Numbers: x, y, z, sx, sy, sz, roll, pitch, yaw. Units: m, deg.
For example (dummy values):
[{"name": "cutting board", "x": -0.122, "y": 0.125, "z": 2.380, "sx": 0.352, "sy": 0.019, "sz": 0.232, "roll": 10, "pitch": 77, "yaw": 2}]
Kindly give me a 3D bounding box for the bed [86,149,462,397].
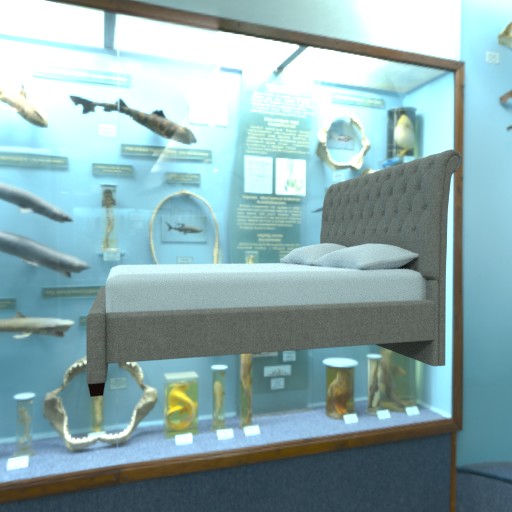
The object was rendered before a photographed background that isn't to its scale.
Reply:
[{"name": "bed", "x": 0.000, "y": 0.000, "z": 3.280, "sx": 2.252, "sy": 1.371, "sz": 1.645, "roll": 0, "pitch": 1, "yaw": -17}]
